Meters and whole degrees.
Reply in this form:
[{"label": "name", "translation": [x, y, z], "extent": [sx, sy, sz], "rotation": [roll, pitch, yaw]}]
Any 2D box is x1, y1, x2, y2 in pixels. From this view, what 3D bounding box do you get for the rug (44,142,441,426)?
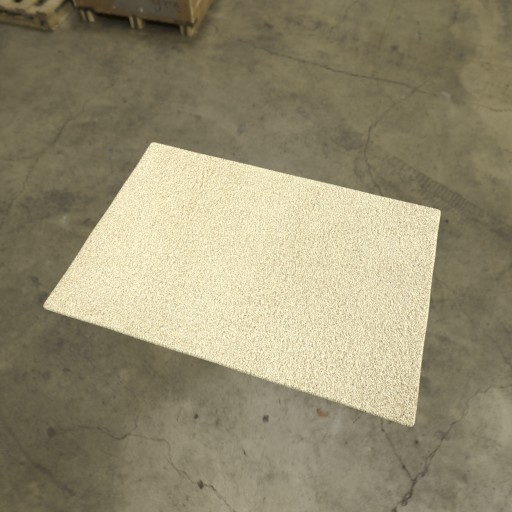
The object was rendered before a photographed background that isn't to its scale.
[{"label": "rug", "translation": [0.000, 0.000, 2.315], "extent": [1.778, 0.030, 1.219], "rotation": [15, 58, 10]}]
